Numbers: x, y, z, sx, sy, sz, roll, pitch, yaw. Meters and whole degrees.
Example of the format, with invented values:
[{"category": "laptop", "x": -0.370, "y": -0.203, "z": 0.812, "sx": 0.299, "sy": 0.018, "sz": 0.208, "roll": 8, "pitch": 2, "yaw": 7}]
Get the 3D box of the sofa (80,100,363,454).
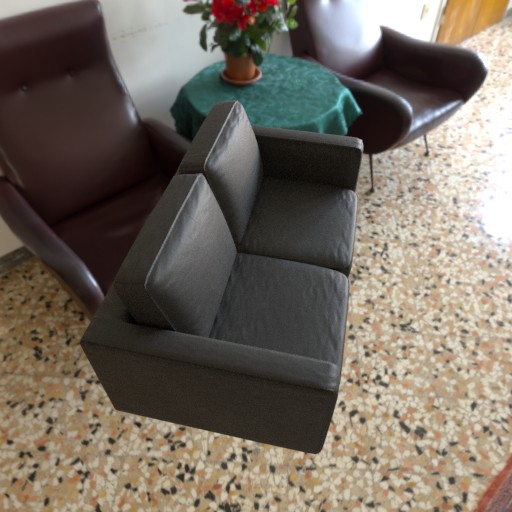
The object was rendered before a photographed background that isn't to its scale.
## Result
[{"category": "sofa", "x": 0.000, "y": 0.000, "z": 2.030, "sx": 0.879, "sy": 0.899, "sz": 1.430, "roll": 9, "pitch": 48, "yaw": 8}]
